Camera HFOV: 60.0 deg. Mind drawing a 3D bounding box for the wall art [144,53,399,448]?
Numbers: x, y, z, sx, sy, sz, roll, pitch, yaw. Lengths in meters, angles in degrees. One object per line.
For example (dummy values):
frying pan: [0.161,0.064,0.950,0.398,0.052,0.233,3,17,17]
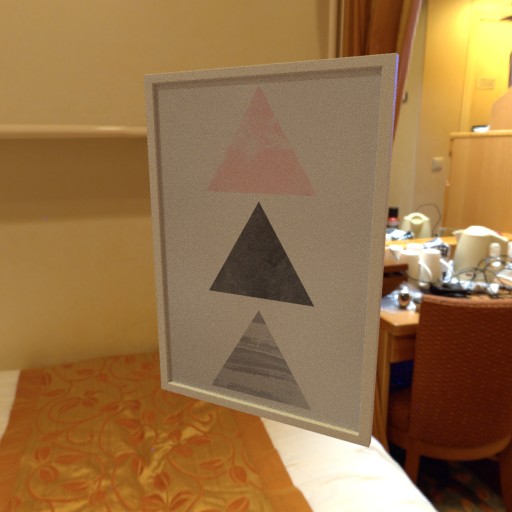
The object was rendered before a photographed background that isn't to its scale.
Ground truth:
wall art: [0.000,0.000,0.543,0.303,0.433,0.013,7,15,25]
